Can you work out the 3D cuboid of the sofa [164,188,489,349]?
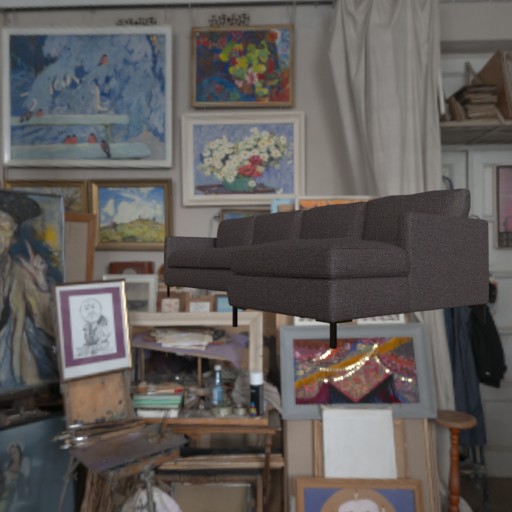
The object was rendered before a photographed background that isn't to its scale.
[{"bbox_3d":[0.000,0.000,3.724,1.483,0.892,3.221,0,-1,-36],"label":"sofa"}]
